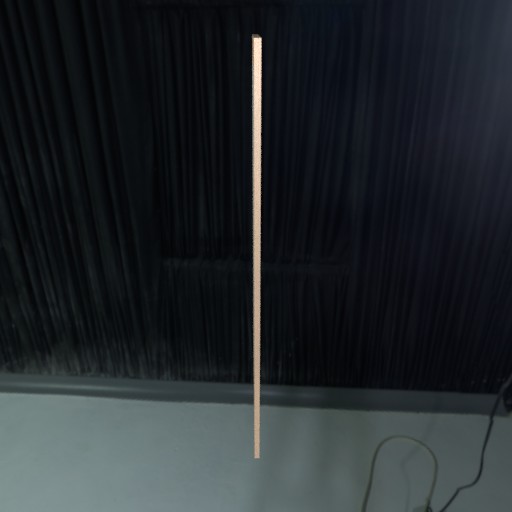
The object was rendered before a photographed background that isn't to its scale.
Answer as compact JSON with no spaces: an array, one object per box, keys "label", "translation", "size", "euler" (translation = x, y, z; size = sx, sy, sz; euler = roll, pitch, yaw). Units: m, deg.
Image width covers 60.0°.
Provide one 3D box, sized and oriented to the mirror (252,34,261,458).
[{"label":"mirror","translation":[0.000,0.000,2.283],"size":[0.026,2.031,0.812],"euler":[0,27,-1]}]
